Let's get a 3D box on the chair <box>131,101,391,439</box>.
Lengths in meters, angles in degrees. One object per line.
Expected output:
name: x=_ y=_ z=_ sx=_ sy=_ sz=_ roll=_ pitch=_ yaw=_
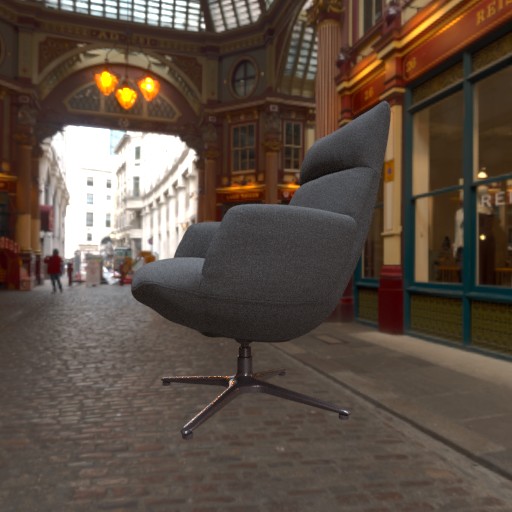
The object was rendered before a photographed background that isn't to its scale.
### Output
chair: x=0.000 y=0.000 z=1.533 sx=0.831 sy=0.984 sz=0.702 roll=0 pitch=0 yaw=-18
